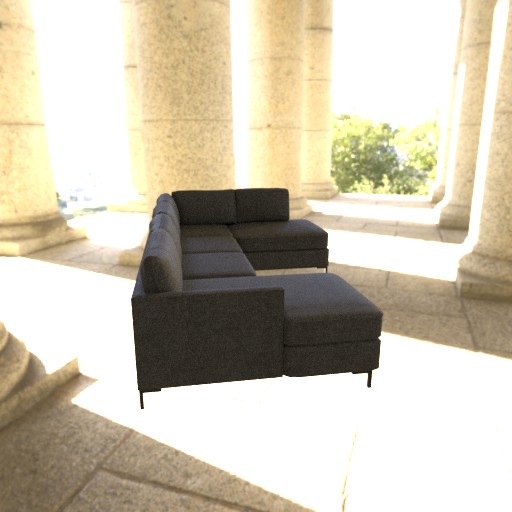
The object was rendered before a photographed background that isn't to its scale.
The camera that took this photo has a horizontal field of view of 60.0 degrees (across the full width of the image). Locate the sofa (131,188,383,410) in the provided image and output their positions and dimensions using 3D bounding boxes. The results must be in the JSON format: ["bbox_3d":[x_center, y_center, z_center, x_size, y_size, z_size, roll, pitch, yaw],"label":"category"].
[{"bbox_3d":[0.000,0.000,4.345,2.048,0.999,3.423,-3,15,-10],"label":"sofa"}]
